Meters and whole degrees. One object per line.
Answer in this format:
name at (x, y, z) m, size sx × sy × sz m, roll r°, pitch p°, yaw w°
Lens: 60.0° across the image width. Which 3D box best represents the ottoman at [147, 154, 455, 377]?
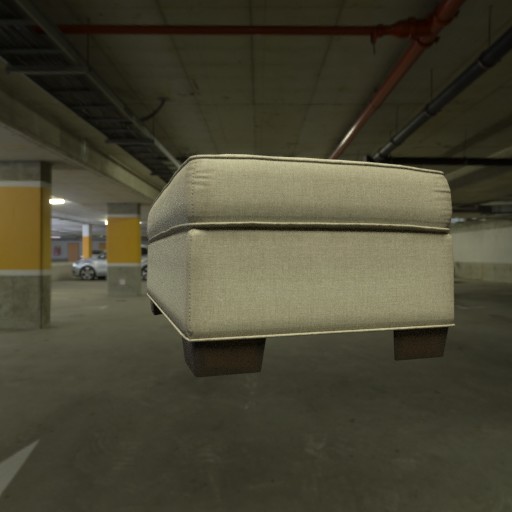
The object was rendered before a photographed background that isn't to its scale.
ottoman at (0.000, 0.000, 1.428) m, size 0.617 × 0.461 × 1.097 m, roll 0°, pitch 0°, yaw -18°
